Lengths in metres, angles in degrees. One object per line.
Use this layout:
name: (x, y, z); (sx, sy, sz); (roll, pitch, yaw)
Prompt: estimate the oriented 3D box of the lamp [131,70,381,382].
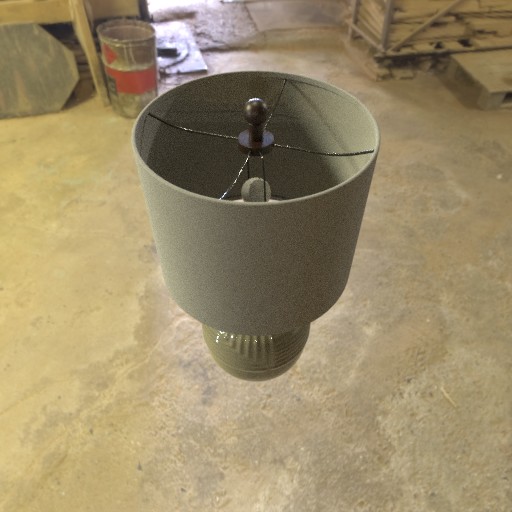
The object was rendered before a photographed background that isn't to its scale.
lamp: (0.000, 0.000, 0.756); (0.318, 0.567, 0.318); (0, 47, 0)
